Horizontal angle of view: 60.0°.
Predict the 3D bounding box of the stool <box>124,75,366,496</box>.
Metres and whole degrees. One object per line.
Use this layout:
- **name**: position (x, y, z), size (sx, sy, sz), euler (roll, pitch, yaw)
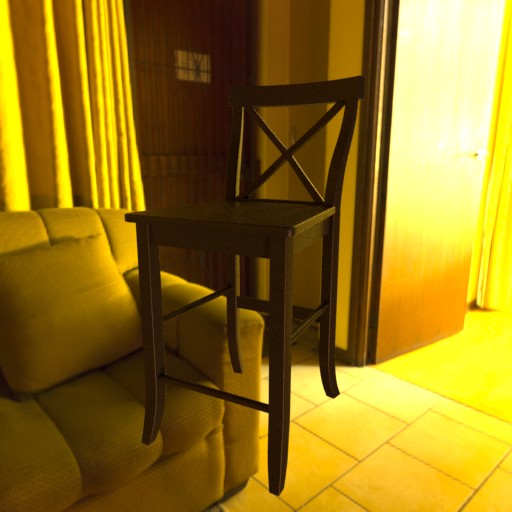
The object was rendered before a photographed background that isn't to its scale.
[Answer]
- **stool**: position (0.000, 0.000, 1.254), size (0.452, 0.989, 0.559), euler (7, 15, 27)
